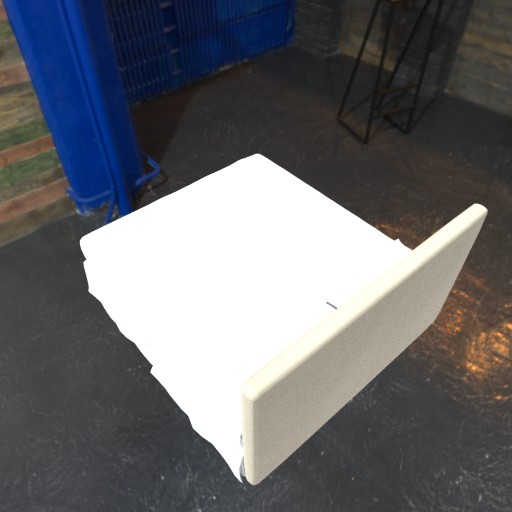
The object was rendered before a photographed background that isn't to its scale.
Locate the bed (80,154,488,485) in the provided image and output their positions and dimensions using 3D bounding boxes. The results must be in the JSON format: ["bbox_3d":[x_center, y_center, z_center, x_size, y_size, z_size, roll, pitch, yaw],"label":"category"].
[{"bbox_3d":[0.000,0.000,3.484,2.119,1.317,2.319,-32,54,-27],"label":"bed"}]
